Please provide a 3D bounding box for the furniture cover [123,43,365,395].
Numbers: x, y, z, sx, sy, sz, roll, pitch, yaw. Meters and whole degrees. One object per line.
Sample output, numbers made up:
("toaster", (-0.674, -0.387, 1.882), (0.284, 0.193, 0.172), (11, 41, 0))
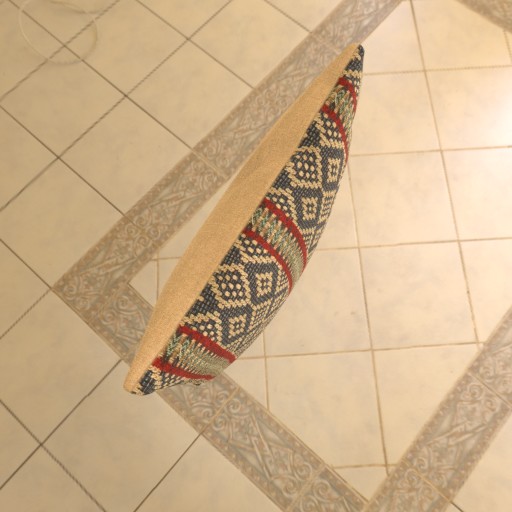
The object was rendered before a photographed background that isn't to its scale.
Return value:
("furniture cover", (0.000, 0.000, 0.640), (0.139, 0.431, 0.431), (31, 77, 8))
